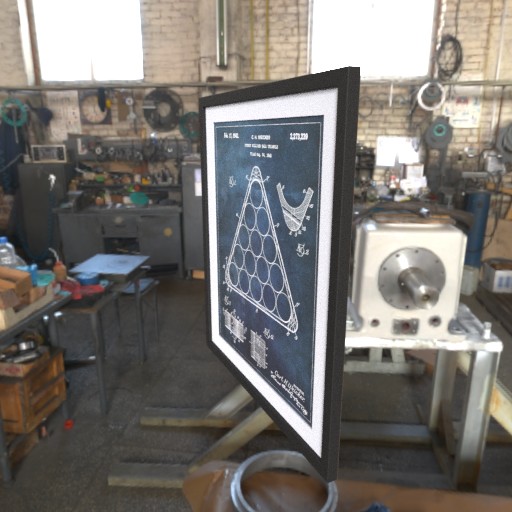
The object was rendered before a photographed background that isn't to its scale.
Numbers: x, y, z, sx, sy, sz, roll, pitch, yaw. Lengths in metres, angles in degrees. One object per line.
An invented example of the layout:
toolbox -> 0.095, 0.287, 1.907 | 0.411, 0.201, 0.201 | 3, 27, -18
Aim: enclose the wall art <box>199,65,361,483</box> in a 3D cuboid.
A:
wall art -> 0.000, 0.000, 1.204 | 0.028, 0.863, 0.755 | -8, 17, -26
